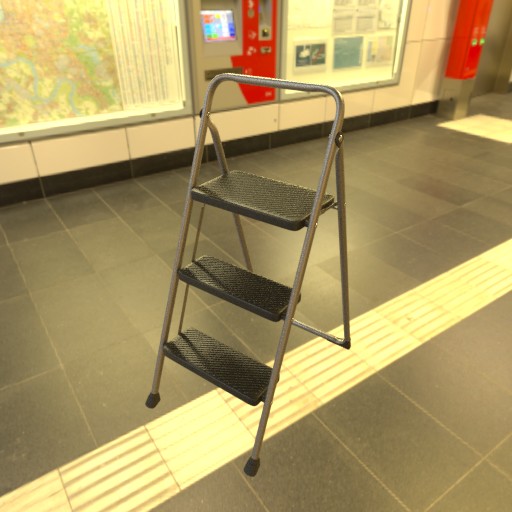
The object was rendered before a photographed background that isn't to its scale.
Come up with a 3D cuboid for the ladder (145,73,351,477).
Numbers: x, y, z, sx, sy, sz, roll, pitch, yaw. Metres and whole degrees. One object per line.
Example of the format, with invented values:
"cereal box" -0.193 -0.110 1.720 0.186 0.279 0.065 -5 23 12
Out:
"ladder" 0.000 0.000 1.279 0.430 0.945 0.629 20 36 30
